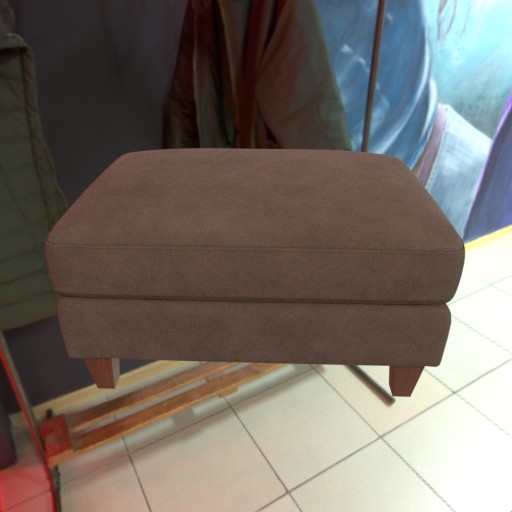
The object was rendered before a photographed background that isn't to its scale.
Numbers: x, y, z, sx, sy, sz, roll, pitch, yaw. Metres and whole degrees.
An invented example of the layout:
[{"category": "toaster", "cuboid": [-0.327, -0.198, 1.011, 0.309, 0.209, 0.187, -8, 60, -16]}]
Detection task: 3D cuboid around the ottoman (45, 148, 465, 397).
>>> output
[{"category": "ottoman", "cuboid": [0.000, 0.000, 1.187, 0.864, 0.483, 0.584, 1, 31, 2]}]
